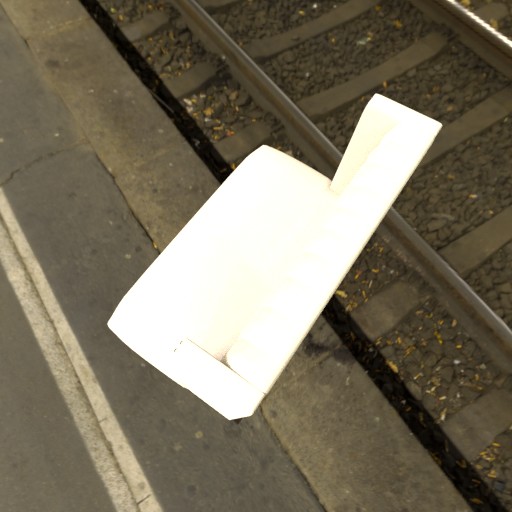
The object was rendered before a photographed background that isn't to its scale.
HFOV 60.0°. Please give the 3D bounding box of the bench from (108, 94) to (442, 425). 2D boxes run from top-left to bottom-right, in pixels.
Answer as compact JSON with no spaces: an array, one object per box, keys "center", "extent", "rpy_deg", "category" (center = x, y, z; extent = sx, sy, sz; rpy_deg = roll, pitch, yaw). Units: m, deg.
[{"center":[0.000,0.000,2.034],"extent":[0.847,1.123,1.280],"rpy_deg":[32,68,15],"category":"bench"}]
